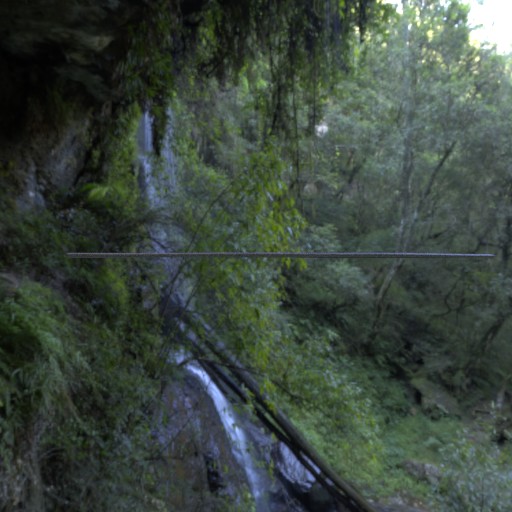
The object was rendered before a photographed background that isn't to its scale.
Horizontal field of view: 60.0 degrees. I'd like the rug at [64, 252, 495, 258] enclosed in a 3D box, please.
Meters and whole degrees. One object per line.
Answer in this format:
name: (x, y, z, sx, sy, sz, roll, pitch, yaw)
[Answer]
rug: (0.000, 0.000, 4.051, 3.017, 0.035, 2.472, 0, 0, -18)
